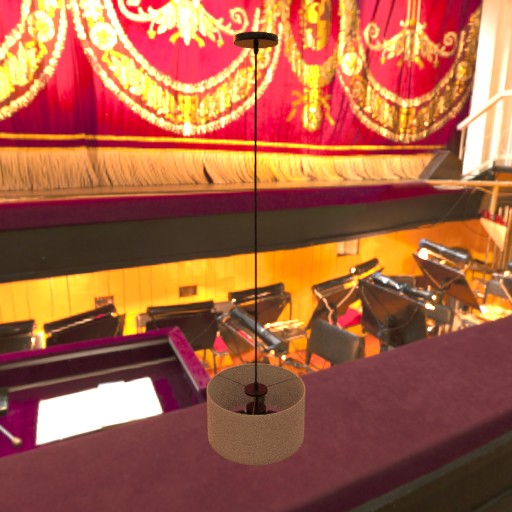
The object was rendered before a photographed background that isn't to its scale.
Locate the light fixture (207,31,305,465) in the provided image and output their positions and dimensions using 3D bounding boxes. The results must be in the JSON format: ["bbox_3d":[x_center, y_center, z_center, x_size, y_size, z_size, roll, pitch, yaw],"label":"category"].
[{"bbox_3d":[0.000,0.000,1.670,0.399,1.516,0.399,0,14,0],"label":"light fixture"}]
